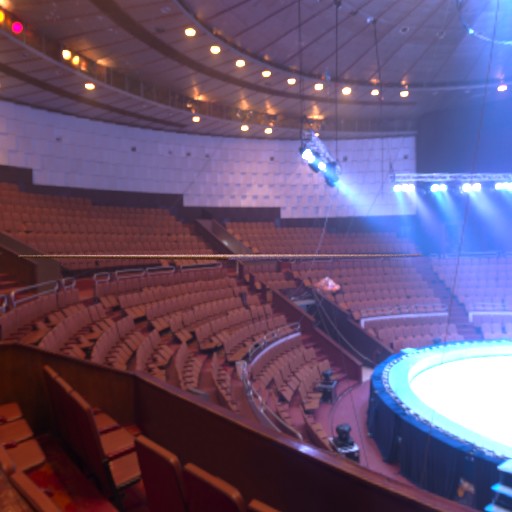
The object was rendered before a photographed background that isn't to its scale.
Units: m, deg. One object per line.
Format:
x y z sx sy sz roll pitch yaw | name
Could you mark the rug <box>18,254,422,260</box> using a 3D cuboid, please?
0.000 0.000 3.022 1.526 0.012 2.444 0 0 36 | rug
